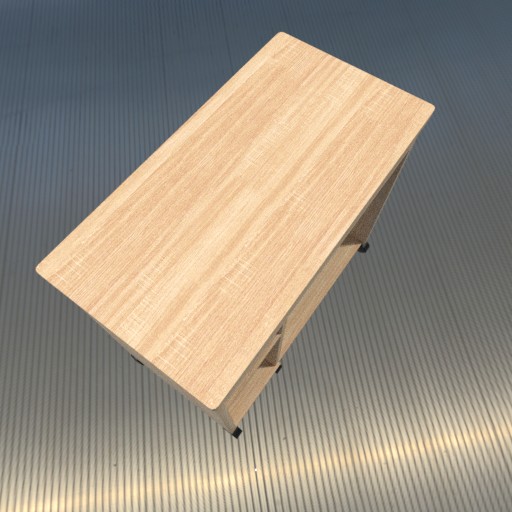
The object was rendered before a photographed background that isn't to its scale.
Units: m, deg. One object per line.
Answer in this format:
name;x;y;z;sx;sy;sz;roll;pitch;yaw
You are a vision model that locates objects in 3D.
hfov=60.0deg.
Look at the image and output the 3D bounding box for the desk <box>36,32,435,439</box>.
desk;0.000;0.000;1.342;0.480;0.770;0.884;33;69;15
